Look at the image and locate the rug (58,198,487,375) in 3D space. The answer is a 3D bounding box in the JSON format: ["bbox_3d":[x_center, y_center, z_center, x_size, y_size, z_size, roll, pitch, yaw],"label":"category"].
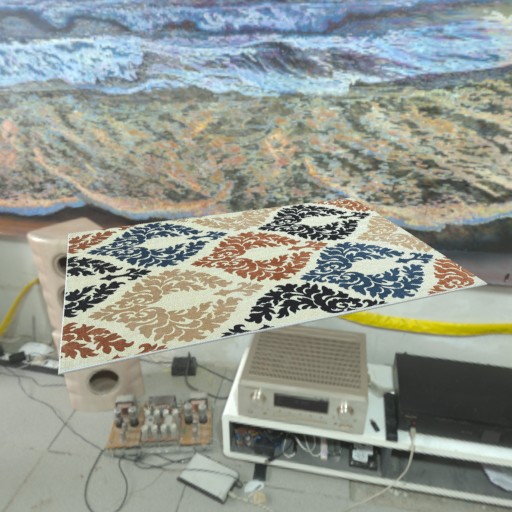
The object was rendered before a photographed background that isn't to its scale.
[{"bbox_3d":[0.000,0.000,2.820,2.275,0.014,1.514,-9,29,-17],"label":"rug"}]
